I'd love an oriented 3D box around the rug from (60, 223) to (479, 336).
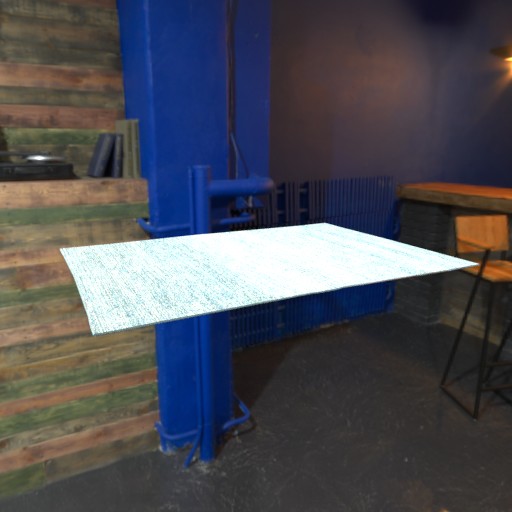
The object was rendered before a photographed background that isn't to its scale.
[{"bbox_3d":[0.000,0.000,2.900,2.260,0.026,1.611,-7,16,-26],"label":"rug"}]
